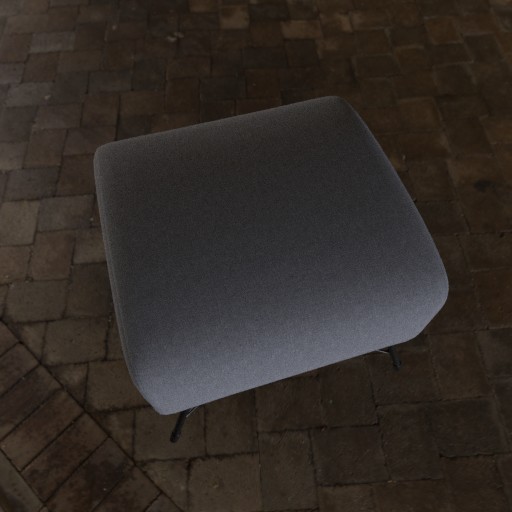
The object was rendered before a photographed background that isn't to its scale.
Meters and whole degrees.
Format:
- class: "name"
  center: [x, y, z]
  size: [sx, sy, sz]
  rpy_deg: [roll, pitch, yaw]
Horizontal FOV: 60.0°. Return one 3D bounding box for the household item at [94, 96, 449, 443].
- class: "household item"
  center: [0.000, 0.000, 0.904]
  size: [0.530, 0.410, 0.530]
  rpy_deg: [-15, 61, -8]
